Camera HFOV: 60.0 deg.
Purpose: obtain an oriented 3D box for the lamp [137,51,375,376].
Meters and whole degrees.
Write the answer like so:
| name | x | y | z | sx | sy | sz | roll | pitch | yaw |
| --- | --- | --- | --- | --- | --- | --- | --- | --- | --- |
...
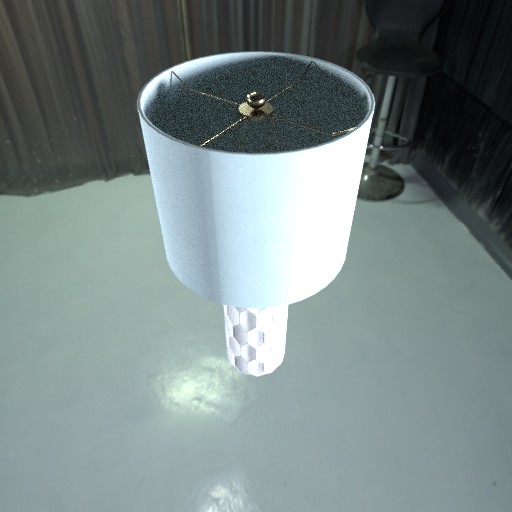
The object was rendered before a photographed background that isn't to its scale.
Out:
| name | x | y | z | sx | sy | sz | roll | pitch | yaw |
| --- | --- | --- | --- | --- | --- | --- | --- | --- | --- |
| lamp | 0.000 | 0.000 | 0.710 | 0.277 | 0.534 | 0.277 | -12 | 45 | -12 |
